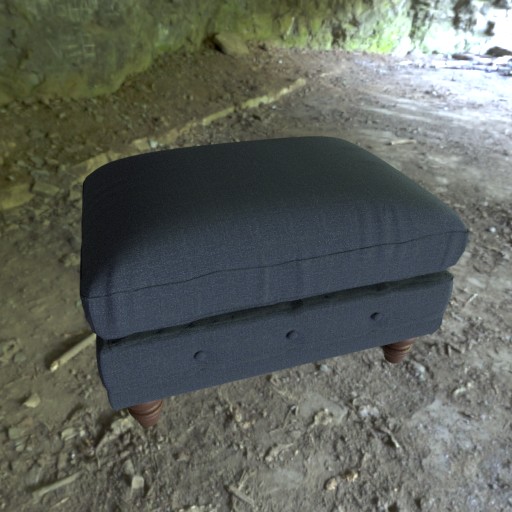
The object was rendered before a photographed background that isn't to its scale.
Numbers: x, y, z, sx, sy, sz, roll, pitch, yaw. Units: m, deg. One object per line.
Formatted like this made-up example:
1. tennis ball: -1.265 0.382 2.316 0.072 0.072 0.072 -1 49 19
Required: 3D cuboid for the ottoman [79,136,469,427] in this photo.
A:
1. ottoman: 0.000 0.000 1.096 0.767 0.486 0.558 -10 33 -15
